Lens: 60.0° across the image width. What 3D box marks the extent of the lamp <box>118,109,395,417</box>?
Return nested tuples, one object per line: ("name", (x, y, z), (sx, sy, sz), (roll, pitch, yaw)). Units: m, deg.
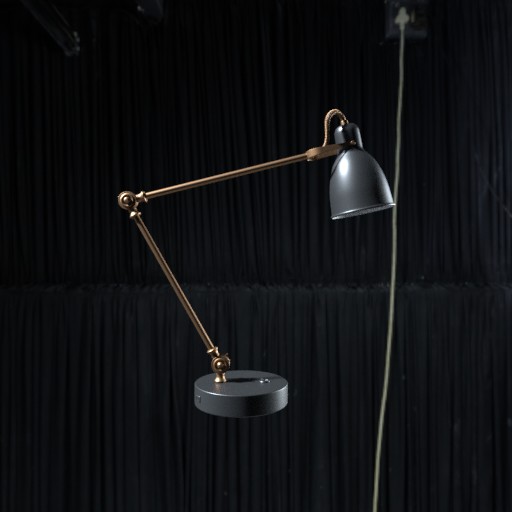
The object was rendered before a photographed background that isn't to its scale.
("lamp", (0.000, 0.000, 0.899), (0.561, 0.587, 0.187), (0, -1, -1))
